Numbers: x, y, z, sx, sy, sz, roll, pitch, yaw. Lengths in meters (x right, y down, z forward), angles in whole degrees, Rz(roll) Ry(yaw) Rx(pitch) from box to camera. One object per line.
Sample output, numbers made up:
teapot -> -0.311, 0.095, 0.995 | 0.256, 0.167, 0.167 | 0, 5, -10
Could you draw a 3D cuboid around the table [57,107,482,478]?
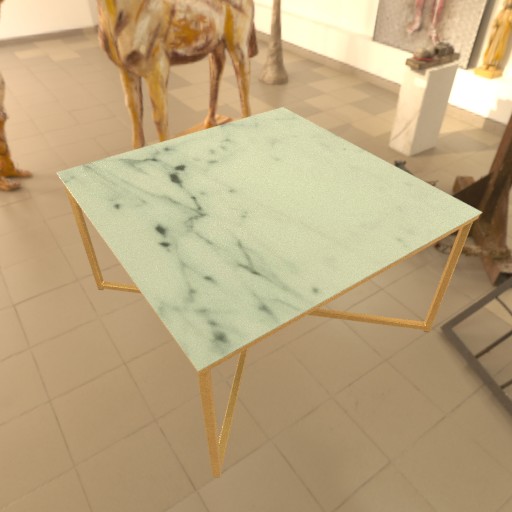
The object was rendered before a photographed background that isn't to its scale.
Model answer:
table -> 0.000, 0.000, 1.310 | 0.800, 0.450, 0.800 | -25, 46, -26
